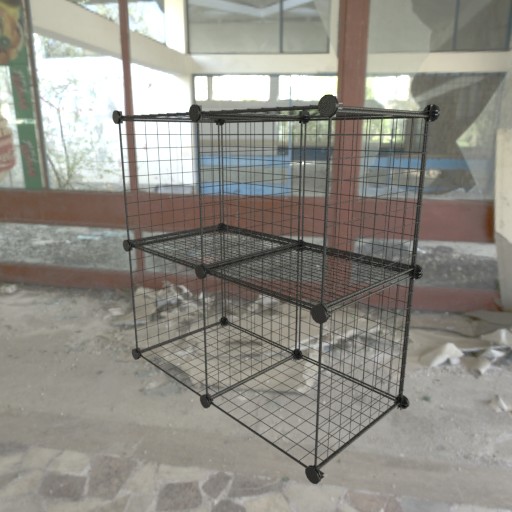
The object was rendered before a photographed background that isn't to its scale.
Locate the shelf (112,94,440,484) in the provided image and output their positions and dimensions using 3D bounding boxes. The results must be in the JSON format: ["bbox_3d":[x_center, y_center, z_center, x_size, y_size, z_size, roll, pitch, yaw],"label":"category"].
[{"bbox_3d":[0.000,0.000,1.120,0.356,0.711,0.711,-14,21,-42],"label":"shelf"}]
